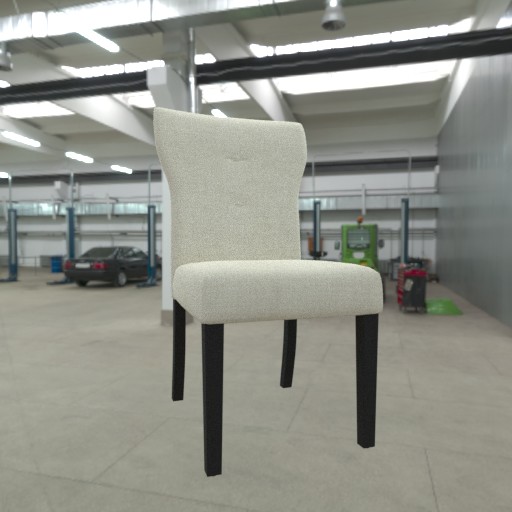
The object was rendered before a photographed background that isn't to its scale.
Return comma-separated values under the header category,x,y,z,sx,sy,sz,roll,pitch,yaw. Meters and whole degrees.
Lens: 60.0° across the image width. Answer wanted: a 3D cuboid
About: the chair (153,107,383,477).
category,x,y,z,sx,sy,sz,roll,pitch,yaw
chair,0.000,0.000,1.250,0.509,0.921,0.597,-1,2,-20
